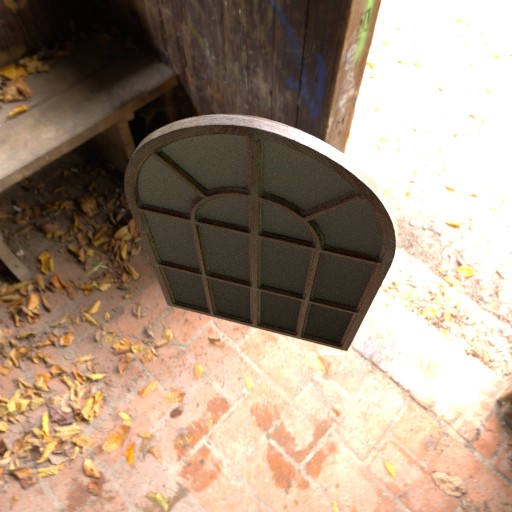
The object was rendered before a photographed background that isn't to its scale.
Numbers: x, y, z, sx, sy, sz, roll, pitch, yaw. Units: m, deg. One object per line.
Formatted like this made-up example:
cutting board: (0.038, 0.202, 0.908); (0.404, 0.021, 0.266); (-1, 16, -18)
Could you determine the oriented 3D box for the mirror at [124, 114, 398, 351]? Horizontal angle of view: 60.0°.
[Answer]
mirror: (0.000, 0.000, 1.188); (0.660, 0.920, 0.032); (13, 59, 8)
